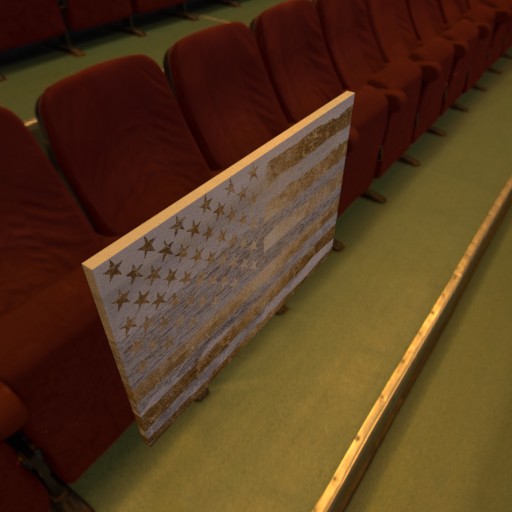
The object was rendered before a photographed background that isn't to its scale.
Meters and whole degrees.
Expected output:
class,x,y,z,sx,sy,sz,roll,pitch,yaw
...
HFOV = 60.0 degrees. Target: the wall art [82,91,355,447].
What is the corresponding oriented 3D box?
class,x,y,z,sx,sy,sz,roll,pitch,yaw
wall art,0.000,0.000,1.204,0.027,0.610,0.932,26,47,26
